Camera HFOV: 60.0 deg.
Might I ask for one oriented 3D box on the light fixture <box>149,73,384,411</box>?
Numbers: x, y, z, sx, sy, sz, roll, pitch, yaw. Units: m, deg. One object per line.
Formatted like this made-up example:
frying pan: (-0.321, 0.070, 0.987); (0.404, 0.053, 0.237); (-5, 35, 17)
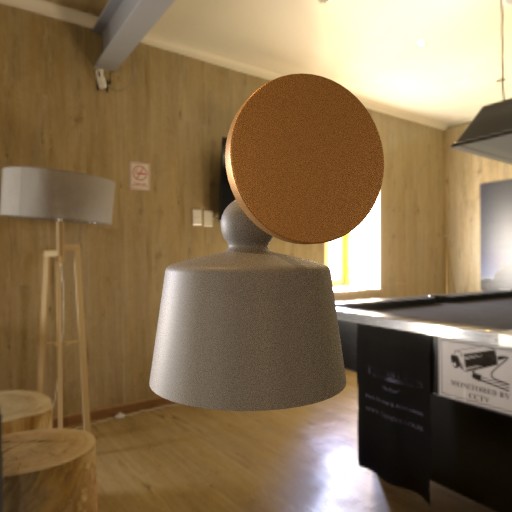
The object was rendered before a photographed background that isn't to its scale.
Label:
light fixture: (0.000, 0.000, 0.445); (0.204, 0.268, 0.254); (0, 0, -19)
